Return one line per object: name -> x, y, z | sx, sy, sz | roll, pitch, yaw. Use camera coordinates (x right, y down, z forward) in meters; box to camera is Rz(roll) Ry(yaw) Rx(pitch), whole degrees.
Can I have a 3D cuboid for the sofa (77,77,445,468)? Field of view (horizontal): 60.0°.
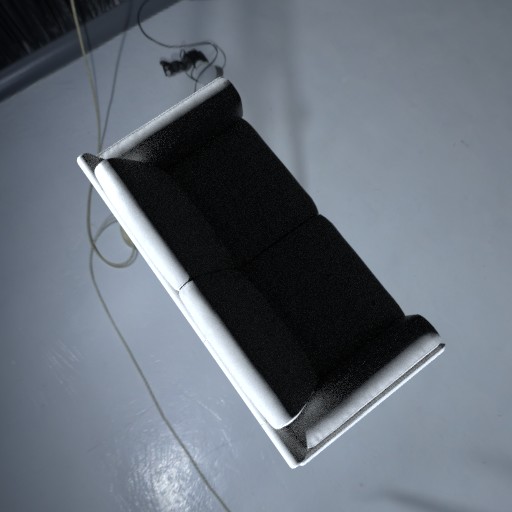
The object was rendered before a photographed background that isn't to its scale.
sofa -> 0.000, 0.000, 2.627 | 1.049, 0.930, 2.101 | -36, 79, -8
